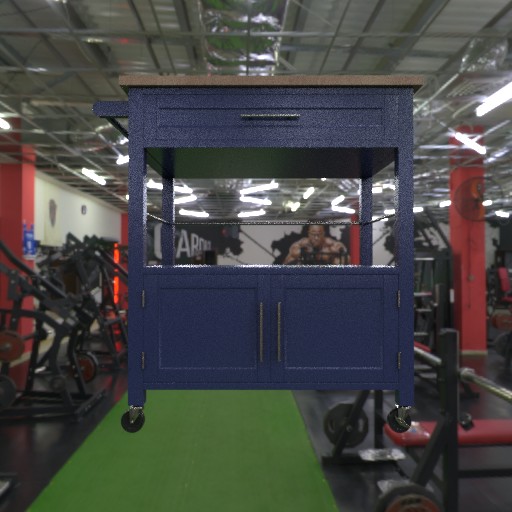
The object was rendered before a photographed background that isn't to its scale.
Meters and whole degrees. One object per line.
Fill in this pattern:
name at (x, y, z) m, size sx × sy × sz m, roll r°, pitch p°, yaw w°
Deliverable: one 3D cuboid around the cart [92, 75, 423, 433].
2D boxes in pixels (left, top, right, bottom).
cart at (0.000, 0.000, 1.333) m, size 0.840 × 0.901 × 0.459 m, roll 0°, pitch 0°, yaw 0°
